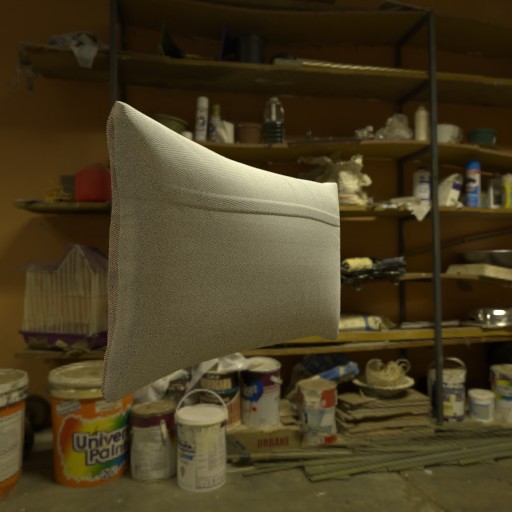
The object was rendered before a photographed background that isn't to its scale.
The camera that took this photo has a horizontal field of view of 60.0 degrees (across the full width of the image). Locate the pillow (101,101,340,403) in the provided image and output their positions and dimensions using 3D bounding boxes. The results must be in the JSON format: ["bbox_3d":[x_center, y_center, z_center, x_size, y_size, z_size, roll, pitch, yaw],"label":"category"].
[{"bbox_3d":[0.000,0.000,0.643,0.139,0.305,0.506,-1,-2,36],"label":"pillow"}]
